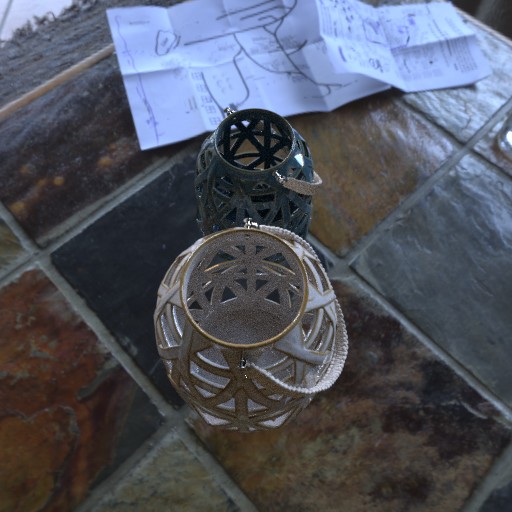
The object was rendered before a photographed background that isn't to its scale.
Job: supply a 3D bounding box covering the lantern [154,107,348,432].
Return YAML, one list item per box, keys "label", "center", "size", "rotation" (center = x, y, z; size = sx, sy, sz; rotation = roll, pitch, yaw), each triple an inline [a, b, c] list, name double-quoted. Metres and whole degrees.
- label: "lantern"
  center: [0.000, 0.000, 0.609]
  size: [0.245, 0.307, 0.439]
  rotation: [2, 64, 1]
